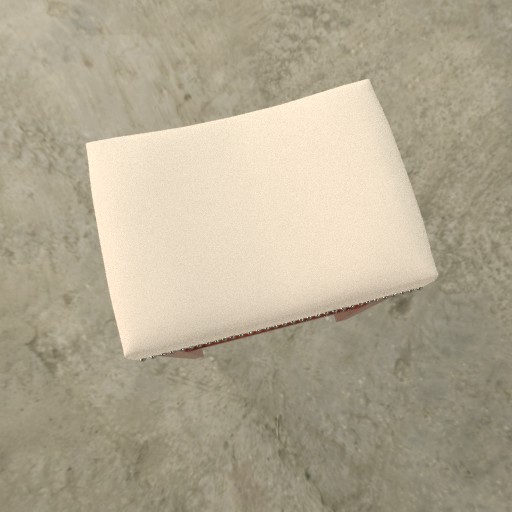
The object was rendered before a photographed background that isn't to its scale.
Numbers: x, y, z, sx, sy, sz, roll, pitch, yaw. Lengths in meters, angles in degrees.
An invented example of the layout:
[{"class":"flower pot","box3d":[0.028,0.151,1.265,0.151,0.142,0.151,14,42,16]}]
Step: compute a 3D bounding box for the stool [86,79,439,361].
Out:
[{"class":"stool","box3d":[0.000,0.000,1.036,0.504,0.742,0.372,-14,77,-3]}]
